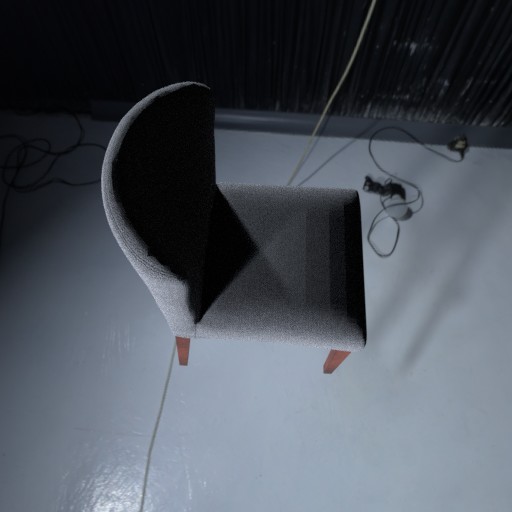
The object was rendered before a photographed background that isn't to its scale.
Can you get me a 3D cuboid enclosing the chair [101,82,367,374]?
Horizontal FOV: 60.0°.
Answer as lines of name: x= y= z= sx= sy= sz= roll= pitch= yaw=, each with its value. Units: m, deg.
chair: x=0.000 y=0.000 z=1.217 sx=0.589 sy=0.839 sz=0.491 roll=3 pitch=63 yaw=2
